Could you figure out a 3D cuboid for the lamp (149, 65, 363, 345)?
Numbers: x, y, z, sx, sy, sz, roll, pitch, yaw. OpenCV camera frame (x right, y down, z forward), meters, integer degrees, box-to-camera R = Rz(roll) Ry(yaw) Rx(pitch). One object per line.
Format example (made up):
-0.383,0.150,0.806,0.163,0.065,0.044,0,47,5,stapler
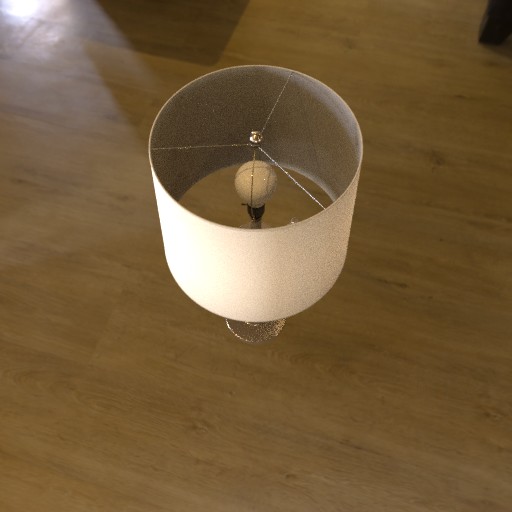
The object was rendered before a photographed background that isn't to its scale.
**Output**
0.000,0.000,0.885,0.333,0.696,0.333,0,63,0,lamp
